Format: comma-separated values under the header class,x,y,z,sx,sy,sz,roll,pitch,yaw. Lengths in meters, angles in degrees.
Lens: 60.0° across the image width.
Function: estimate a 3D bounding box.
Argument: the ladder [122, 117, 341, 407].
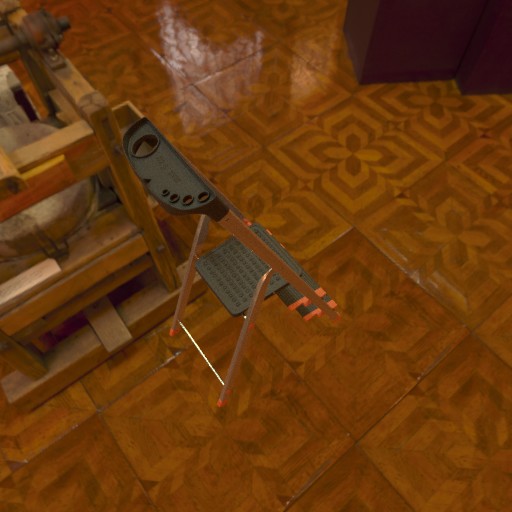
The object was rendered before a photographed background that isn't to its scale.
class,x,y,z,sx,sy,sz,roll,pitch,yaw
ladder,0.000,0.000,1.527,0.686,1.229,0.416,-32,64,-18
